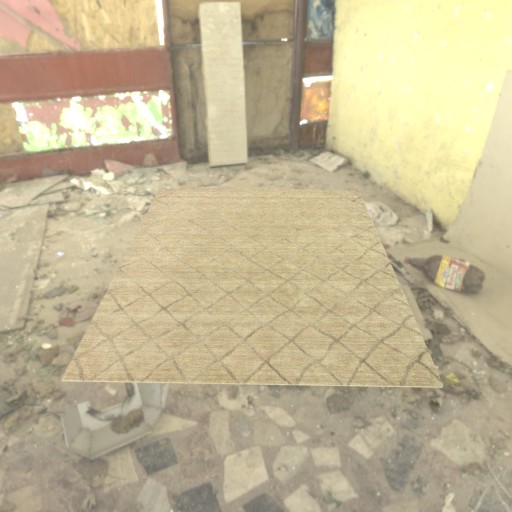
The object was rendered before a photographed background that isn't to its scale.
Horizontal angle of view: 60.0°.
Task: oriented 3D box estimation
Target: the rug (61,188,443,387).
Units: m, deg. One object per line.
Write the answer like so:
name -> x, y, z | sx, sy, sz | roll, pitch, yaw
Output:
rug -> 0.000, 0.000, 4.089 | 2.420, 0.019, 3.038 | 1, 32, 1
